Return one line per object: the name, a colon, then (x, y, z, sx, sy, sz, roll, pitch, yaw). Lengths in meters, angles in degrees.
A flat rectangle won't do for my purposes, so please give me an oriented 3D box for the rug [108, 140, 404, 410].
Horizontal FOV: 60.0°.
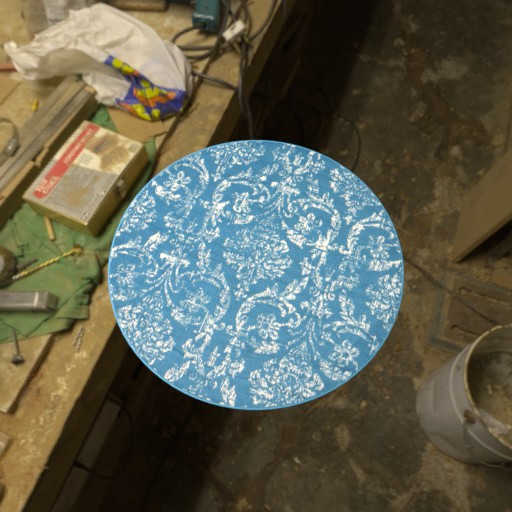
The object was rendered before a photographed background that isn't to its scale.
rug: (0.000, 0.000, 2.408, 1.593, 0.012, 1.593, 0, 64, 0)
